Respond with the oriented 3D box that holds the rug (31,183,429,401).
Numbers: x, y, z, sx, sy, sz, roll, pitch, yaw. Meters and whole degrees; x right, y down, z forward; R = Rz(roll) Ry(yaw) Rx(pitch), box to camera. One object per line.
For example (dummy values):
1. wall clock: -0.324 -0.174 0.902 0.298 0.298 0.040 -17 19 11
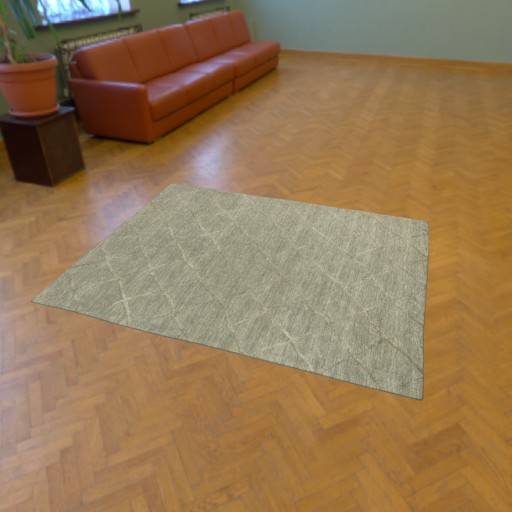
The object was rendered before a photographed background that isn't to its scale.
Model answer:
1. rug: 0.000 0.000 4.120 3.048 0.013 2.438 11 35 15
